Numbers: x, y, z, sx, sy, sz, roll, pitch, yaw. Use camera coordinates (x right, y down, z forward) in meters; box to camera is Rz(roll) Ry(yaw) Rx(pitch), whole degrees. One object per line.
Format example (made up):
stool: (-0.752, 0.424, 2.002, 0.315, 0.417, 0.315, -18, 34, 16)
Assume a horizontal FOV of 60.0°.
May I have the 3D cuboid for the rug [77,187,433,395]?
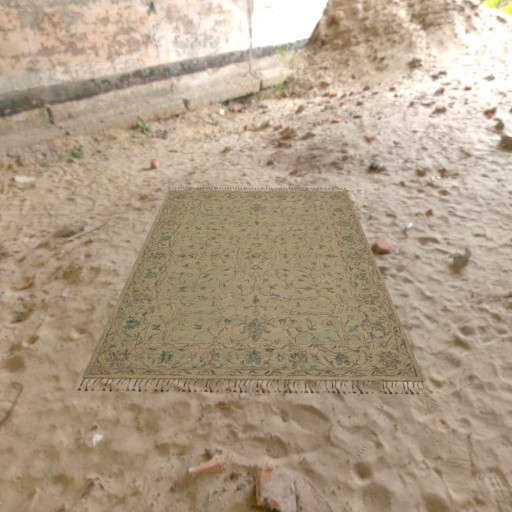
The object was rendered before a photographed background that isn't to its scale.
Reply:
rug: (0.000, 0.000, 2.289, 1.247, 0.008, 1.802, 0, 31, 1)
